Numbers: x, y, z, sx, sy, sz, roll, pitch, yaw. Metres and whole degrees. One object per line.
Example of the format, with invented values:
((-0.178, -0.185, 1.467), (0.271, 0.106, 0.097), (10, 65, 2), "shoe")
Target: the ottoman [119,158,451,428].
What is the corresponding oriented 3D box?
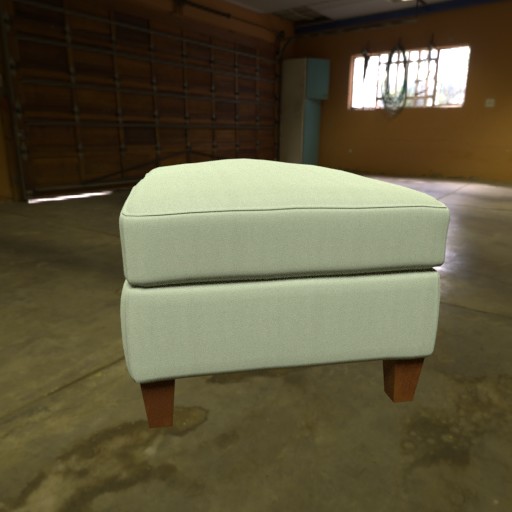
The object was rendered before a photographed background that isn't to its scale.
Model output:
((0.000, 0.000, 1.208), (0.634, 0.496, 0.818), (-3, 16, -9), "ottoman")
